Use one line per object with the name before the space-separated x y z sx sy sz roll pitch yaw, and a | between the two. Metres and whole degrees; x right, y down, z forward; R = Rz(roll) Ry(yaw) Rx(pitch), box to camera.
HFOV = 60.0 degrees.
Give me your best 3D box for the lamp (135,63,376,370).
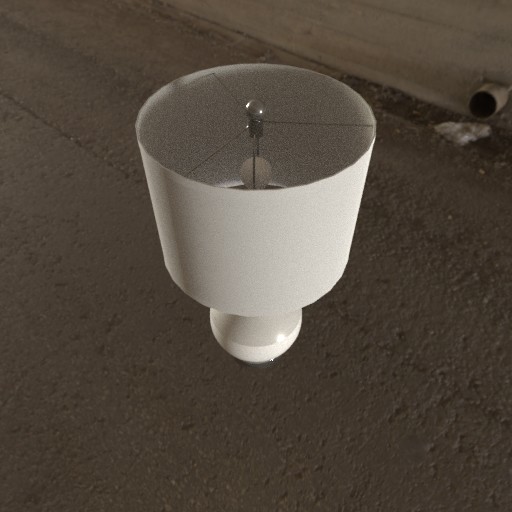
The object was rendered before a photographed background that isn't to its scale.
lamp | 0.000 0.000 0.893 0.357 0.673 0.357 3 47 3
